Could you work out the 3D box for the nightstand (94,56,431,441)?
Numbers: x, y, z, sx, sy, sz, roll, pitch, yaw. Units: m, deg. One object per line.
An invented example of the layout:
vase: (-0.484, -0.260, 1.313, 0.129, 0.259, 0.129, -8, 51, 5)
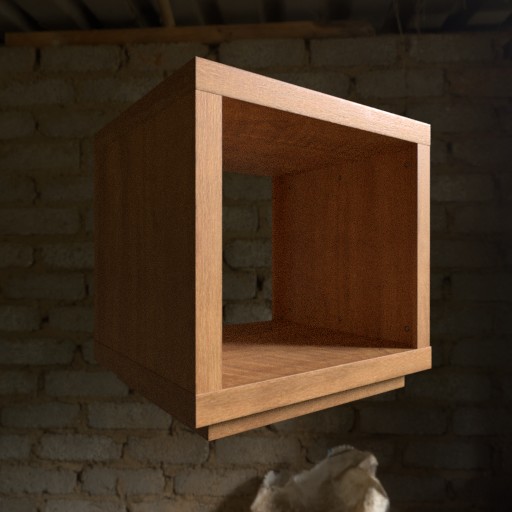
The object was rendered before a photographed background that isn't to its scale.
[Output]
nightstand: (0.000, 0.000, 0.859, 0.493, 0.491, 0.436, 0, 0, -36)
